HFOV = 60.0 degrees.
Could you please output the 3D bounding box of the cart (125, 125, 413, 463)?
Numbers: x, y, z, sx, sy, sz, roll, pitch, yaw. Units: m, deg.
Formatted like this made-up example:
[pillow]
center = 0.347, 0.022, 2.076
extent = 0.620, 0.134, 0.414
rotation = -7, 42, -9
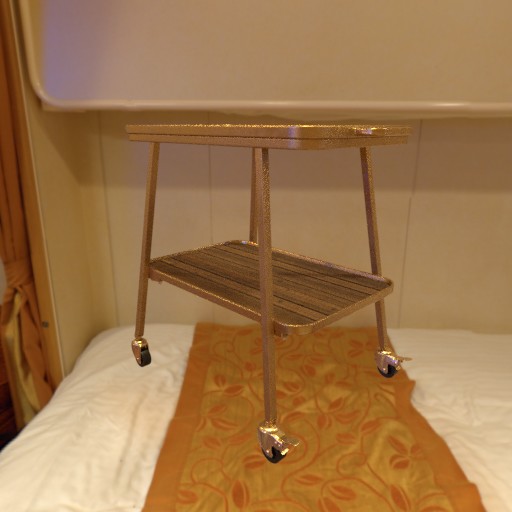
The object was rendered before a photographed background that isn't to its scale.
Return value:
[cart]
center = 0.000, 0.000, 1.238
extent = 0.524, 0.700, 0.806
rotation = -16, 23, -42
